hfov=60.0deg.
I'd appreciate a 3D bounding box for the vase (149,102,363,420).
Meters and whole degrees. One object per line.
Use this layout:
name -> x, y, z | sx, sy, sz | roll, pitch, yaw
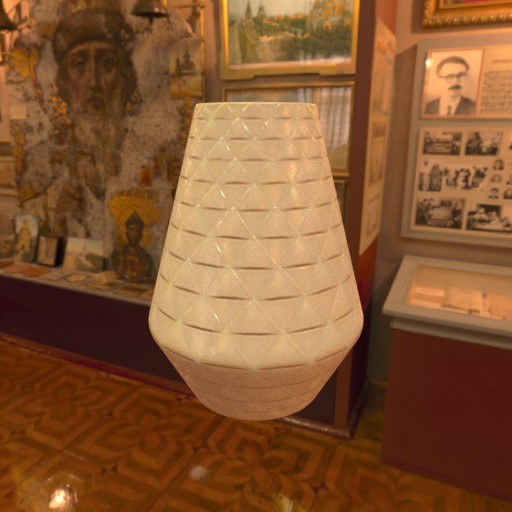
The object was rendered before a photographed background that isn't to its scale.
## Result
vase -> 0.000, 0.000, 0.356 | 0.175, 0.230, 0.175 | 0, 17, 0
